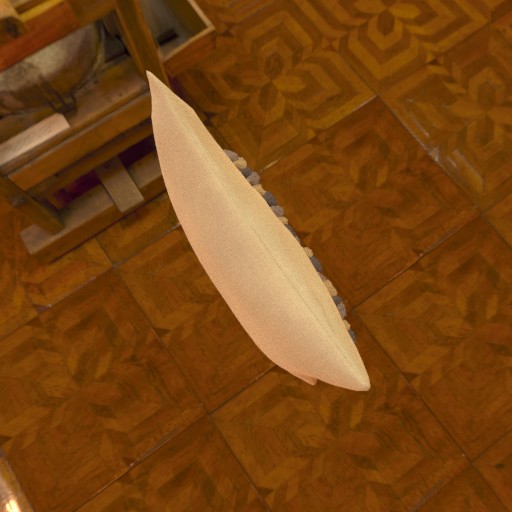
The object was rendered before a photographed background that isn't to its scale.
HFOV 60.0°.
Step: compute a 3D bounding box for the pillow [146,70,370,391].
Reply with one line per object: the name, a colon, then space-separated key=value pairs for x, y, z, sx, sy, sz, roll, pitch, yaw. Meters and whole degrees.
pillow: x=0.000 y=0.000 z=0.743 sx=0.165 sy=0.481 sz=0.489 roll=-32 pitch=78 yaw=-8
